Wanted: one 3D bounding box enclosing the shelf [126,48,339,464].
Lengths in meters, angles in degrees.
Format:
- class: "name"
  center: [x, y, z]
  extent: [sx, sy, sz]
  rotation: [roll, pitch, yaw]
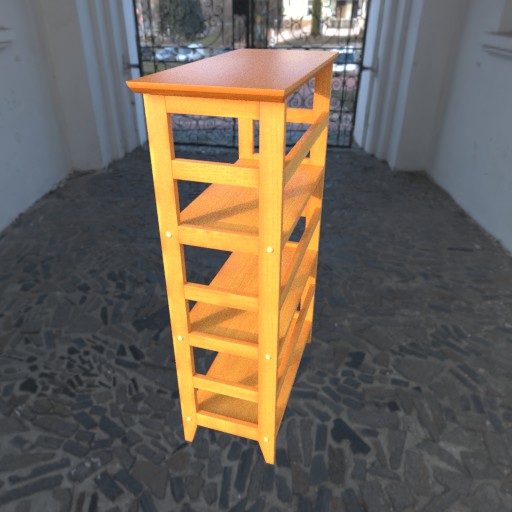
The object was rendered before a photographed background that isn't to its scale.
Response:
- class: "shelf"
  center: [0.000, 0.000, 1.329]
  extent: [0.305, 1.067, 0.660]
  rotation: [9, 31, 15]
